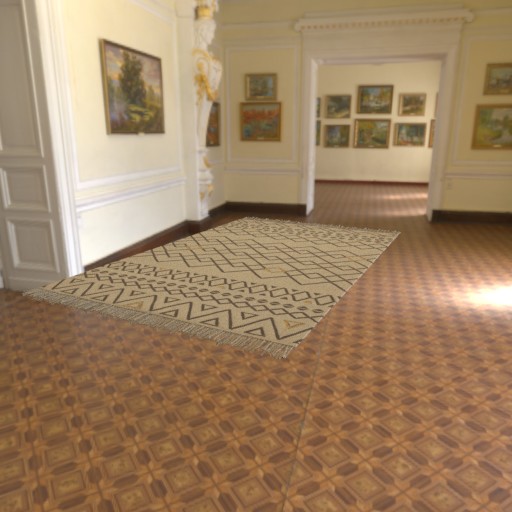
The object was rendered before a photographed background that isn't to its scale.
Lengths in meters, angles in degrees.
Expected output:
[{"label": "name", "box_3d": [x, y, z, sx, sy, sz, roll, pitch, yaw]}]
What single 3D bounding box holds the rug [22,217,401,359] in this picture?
[{"label": "rug", "box_3d": [0.000, 0.000, 3.015, 1.495, 0.035, 2.472, 8, 17, 26]}]
